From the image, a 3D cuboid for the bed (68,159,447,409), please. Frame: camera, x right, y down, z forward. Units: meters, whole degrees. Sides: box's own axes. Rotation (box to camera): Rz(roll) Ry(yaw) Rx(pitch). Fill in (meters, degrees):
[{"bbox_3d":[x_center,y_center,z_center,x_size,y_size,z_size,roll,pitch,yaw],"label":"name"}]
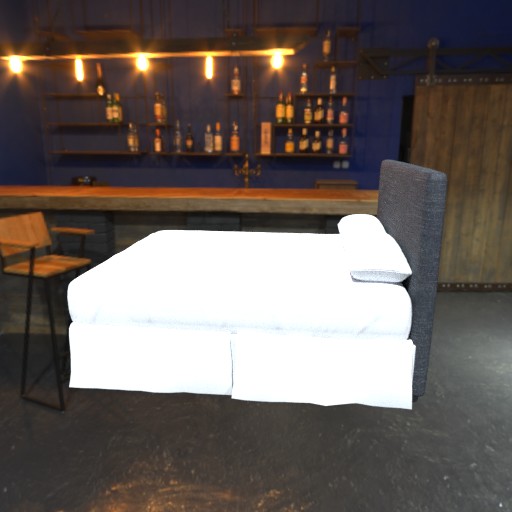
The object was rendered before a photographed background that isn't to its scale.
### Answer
[{"bbox_3d":[0.000,0.000,3.219,2.142,1.330,1.723,2,15,7],"label":"bed"}]
